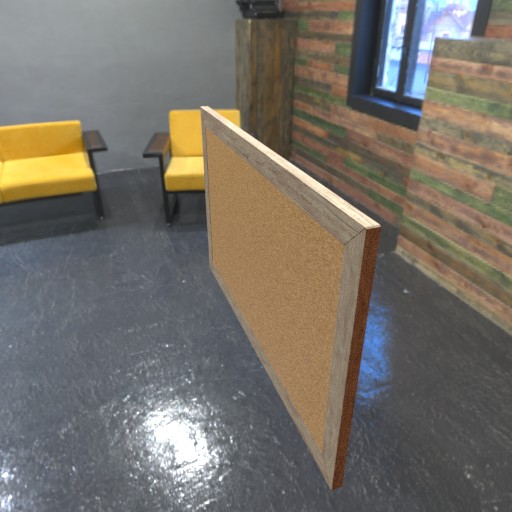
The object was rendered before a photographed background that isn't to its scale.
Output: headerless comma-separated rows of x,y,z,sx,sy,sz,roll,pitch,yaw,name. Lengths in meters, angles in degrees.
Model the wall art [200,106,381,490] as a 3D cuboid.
0.000,0.000,0.941,0.021,0.480,0.780,-10,30,-18,wall art
